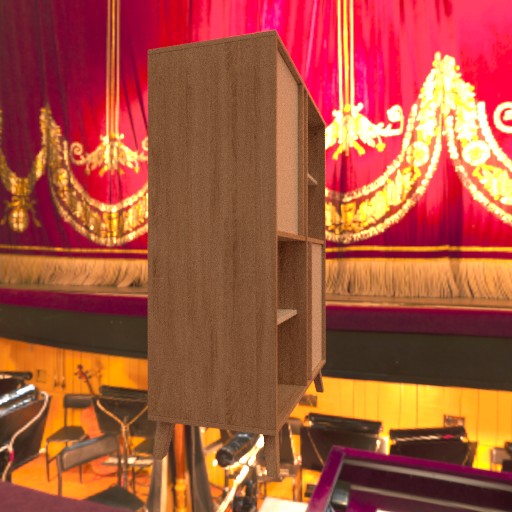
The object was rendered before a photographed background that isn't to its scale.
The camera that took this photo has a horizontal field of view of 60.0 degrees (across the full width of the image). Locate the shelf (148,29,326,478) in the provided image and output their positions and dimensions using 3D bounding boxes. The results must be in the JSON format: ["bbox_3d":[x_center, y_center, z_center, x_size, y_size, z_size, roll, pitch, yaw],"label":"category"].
[{"bbox_3d":[0.000,0.000,1.903,0.450,1.390,1.000,0,0,18],"label":"shelf"}]
